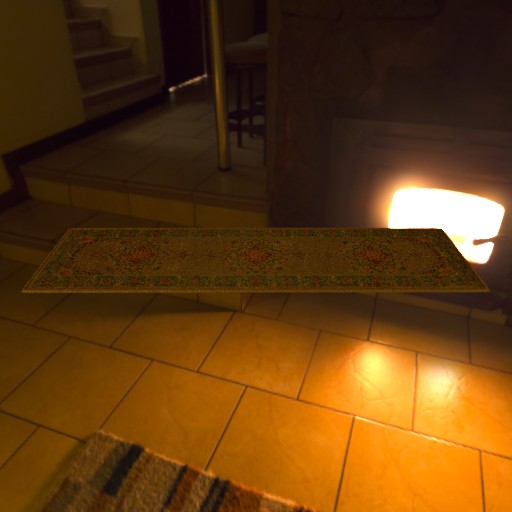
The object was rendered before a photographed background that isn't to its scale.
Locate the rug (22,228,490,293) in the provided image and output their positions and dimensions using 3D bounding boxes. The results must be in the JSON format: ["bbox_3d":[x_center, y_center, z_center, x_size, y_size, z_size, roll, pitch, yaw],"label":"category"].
[{"bbox_3d":[0.000,0.000,2.446,2.297,0.019,0.659,0,31,0],"label":"rug"}]
